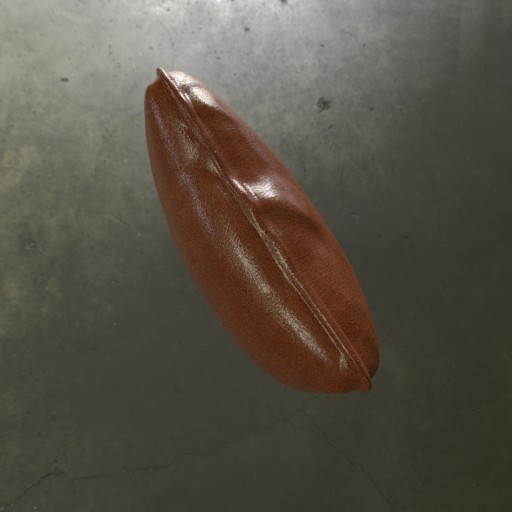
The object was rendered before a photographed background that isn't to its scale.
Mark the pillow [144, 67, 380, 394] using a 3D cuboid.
[{"bbox_3d":[0.000,0.000,0.809,0.236,0.523,0.532,-31,77,-8],"label":"pillow"}]
